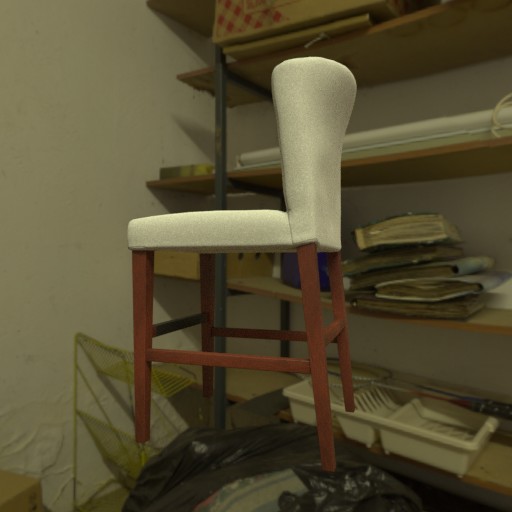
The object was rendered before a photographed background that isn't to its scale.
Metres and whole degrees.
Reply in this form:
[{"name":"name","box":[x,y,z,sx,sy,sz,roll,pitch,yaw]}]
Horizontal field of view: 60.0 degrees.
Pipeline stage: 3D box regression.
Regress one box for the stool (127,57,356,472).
[{"name":"stool","box":[0.000,0.000,1.278,0.568,0.968,0.479,0,-1,18]}]
